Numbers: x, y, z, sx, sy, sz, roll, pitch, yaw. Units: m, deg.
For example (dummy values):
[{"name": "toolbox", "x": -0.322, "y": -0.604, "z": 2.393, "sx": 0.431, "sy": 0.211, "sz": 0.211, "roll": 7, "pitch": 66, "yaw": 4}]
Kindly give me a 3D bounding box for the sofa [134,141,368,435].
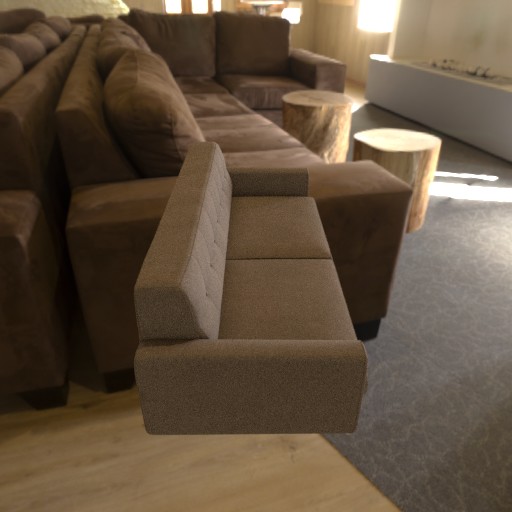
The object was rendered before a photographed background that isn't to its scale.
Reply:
[{"name": "sofa", "x": 0.000, "y": 0.000, "z": 2.533, "sx": 0.909, "sy": 0.841, "sz": 2.029, "roll": 0, "pitch": 31, "yaw": 0}]
